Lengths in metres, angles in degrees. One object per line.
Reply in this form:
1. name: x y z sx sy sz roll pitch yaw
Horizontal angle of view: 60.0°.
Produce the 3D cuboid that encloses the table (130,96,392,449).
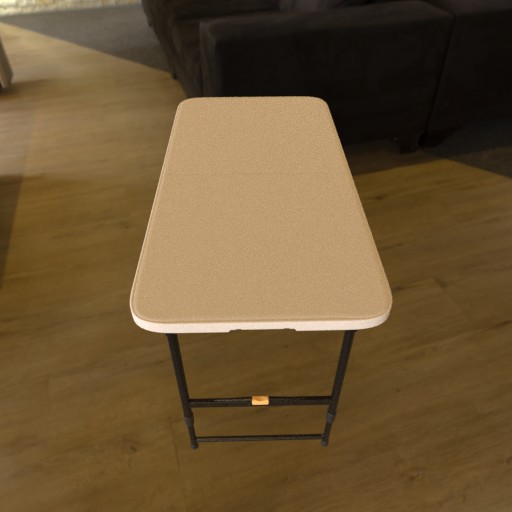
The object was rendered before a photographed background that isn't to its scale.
1. table: 0.000 0.000 1.676 0.611 0.737 1.245 -1 42 -1
